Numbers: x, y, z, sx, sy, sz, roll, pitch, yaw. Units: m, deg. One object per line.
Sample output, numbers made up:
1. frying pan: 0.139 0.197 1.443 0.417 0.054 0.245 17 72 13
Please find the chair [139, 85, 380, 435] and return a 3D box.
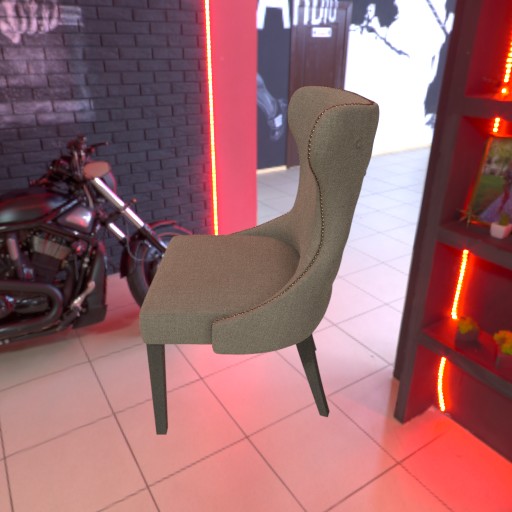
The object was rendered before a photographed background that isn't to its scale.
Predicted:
1. chair: 0.000 0.000 1.389 0.635 0.967 0.628 0 25 0
